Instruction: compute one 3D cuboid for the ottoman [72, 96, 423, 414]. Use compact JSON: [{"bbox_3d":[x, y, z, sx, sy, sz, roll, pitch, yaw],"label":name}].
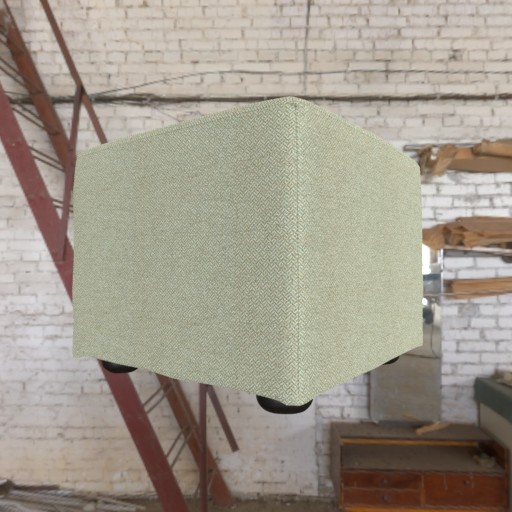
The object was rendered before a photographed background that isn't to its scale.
[{"bbox_3d":[0.000,0.000,0.895,0.521,0.453,0.512,-1,-1,37],"label":"ottoman"}]
